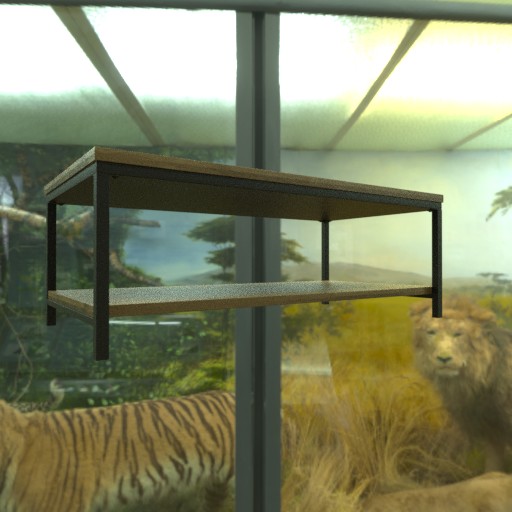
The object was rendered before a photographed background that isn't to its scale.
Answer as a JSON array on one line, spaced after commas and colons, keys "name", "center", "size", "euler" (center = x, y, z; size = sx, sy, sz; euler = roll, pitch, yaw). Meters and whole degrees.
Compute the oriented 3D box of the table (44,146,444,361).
[{"name": "table", "center": [0.000, 0.000, 1.357], "size": [1.100, 0.399, 0.551], "euler": [0, -1, -34]}]
